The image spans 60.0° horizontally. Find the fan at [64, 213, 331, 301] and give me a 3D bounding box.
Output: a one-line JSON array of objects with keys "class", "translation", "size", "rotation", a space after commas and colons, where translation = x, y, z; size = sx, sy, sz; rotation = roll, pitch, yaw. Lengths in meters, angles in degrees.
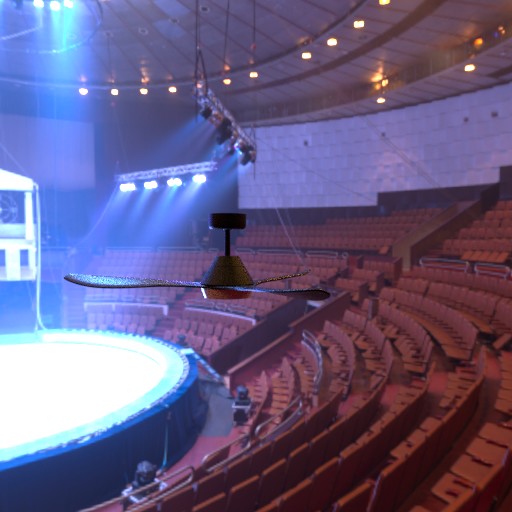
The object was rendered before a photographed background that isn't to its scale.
[{"class": "fan", "translation": [0.000, 0.000, 1.593], "size": [1.067, 0.305, 1.067], "rotation": [-1, 1, -36]}]
